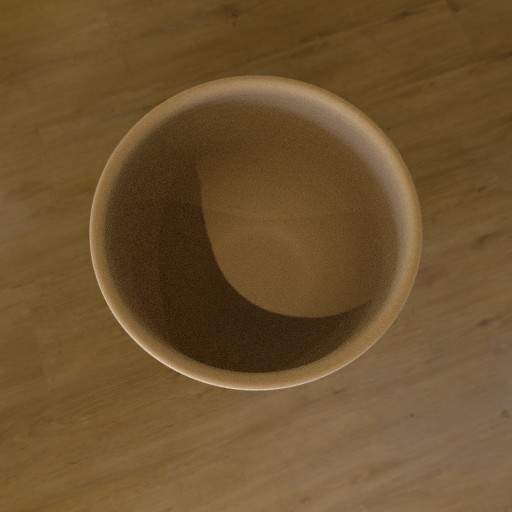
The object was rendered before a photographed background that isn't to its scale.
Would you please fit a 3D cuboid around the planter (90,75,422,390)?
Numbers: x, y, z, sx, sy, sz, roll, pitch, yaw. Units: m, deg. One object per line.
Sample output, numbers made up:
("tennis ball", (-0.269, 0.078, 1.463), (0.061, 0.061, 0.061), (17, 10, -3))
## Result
("planter", (0.000, 0.000, 0.299), (0.170, 0.152, 0.170), (0, 75, 0))
